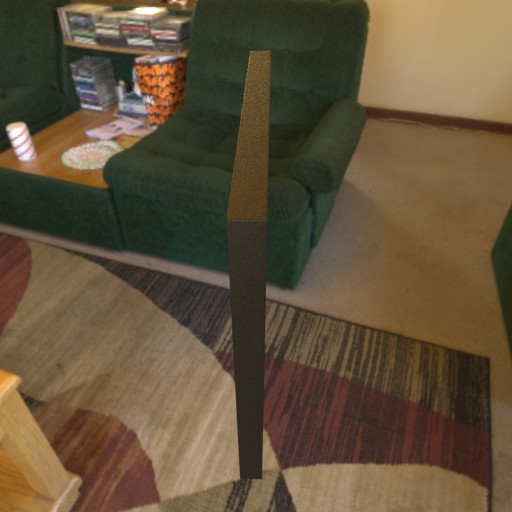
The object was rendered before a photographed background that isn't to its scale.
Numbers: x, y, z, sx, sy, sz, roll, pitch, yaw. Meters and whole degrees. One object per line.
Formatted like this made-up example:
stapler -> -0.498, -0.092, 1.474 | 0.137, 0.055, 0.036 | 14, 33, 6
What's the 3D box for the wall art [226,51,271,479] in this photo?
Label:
wall art -> 0.000, 0.000, 0.741 | 0.036, 0.508, 0.508 | 1, 40, 1
